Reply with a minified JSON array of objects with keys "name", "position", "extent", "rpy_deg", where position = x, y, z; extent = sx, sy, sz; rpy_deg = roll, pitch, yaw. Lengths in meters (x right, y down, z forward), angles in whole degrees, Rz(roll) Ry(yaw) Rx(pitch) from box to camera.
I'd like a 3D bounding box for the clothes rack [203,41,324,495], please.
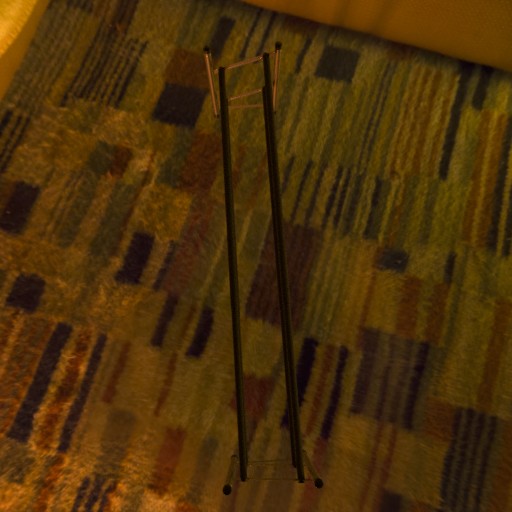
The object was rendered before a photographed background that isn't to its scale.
[{"name":"clothes rack","position":[0.000,0.000,1.289],"extent":[0.229,0.349,1.168],"rpy_deg":[-4,76,-1]}]
